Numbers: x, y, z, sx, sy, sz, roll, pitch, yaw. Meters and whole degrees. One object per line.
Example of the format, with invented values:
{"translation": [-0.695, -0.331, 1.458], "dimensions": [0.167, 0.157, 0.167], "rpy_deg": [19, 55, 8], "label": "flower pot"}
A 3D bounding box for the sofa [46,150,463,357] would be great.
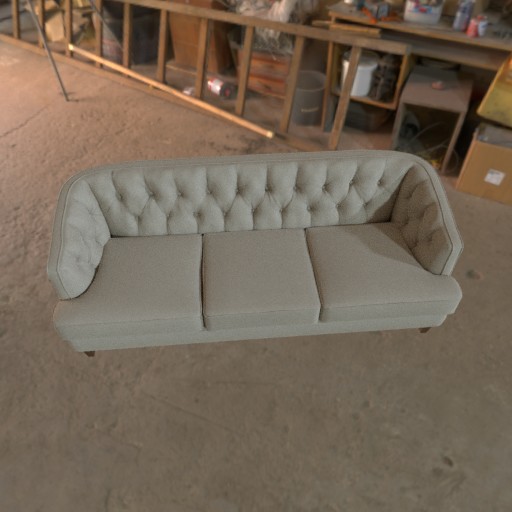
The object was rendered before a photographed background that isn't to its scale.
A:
{"translation": [0.000, 0.000, 2.733], "dimensions": [2.278, 0.855, 0.941], "rpy_deg": [-3, 48, -3], "label": "sofa"}
